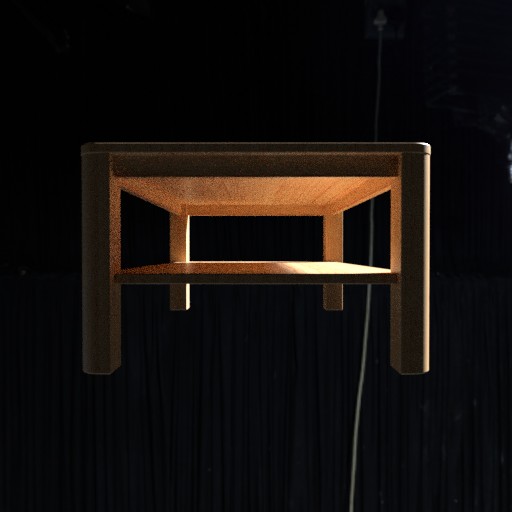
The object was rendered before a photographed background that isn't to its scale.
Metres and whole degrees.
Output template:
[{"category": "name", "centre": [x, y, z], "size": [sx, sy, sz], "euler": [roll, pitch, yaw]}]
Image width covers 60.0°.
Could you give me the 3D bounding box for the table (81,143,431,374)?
[{"category": "table", "centre": [0.000, 0.000, 1.348], "size": [0.696, 0.445, 0.997], "euler": [0, 1, 0]}]
